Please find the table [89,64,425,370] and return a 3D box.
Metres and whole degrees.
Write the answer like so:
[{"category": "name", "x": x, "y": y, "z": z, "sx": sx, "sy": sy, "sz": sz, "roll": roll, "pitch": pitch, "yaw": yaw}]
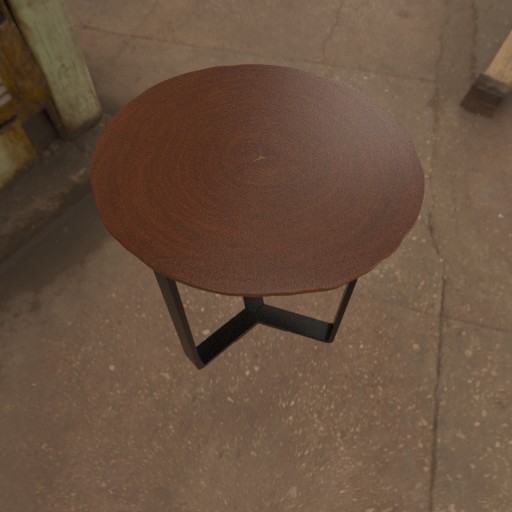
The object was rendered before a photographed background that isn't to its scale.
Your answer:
[{"category": "table", "x": 0.000, "y": 0.000, "z": 0.739, "sx": 0.410, "sy": 0.450, "sz": 0.380, "roll": 15, "pitch": 59, "yaw": 10}]
